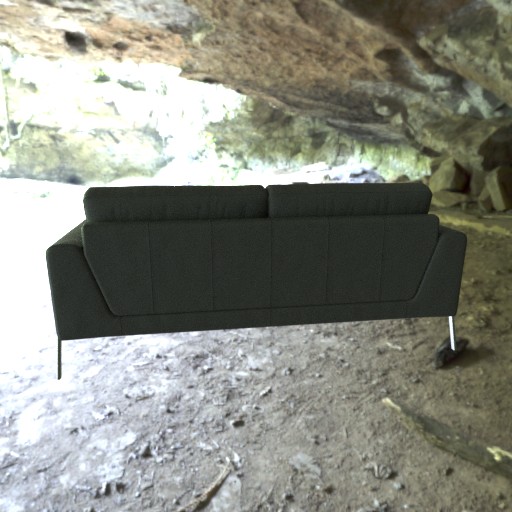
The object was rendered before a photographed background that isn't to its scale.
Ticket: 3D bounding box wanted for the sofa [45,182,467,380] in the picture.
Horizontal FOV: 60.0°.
[{"bbox_3d":[0.000,0.000,2.543,2.017,0.875,0.953,-2,15,-8],"label":"sofa"}]
